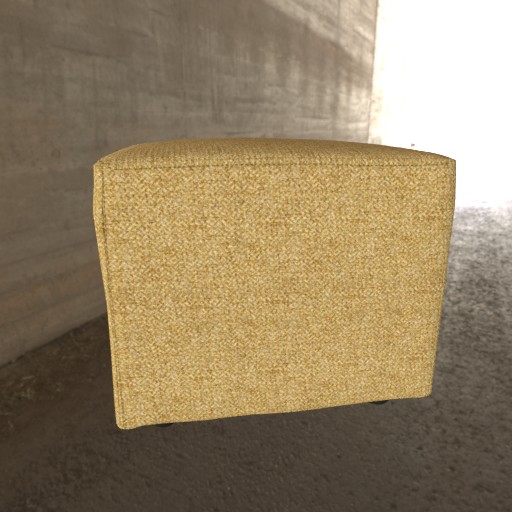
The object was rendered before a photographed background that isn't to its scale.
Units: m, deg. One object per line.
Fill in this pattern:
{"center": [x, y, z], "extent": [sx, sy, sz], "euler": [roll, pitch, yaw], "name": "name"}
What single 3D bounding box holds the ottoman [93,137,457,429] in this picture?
{"center": [0.000, 0.000, 0.861], "extent": [0.505, 0.441, 0.512], "euler": [-3, 16, -9], "name": "ottoman"}
